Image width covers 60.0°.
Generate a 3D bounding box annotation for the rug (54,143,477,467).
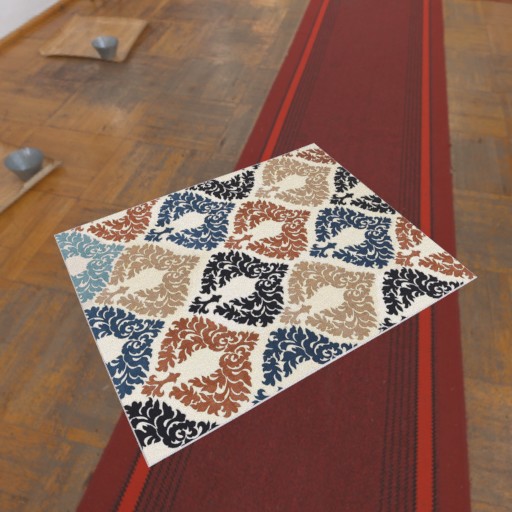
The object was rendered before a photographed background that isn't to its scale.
[{"bbox_3d":[0.000,0.000,4.018,3.040,0.014,2.423,-24,52,-20],"label":"rug"}]
